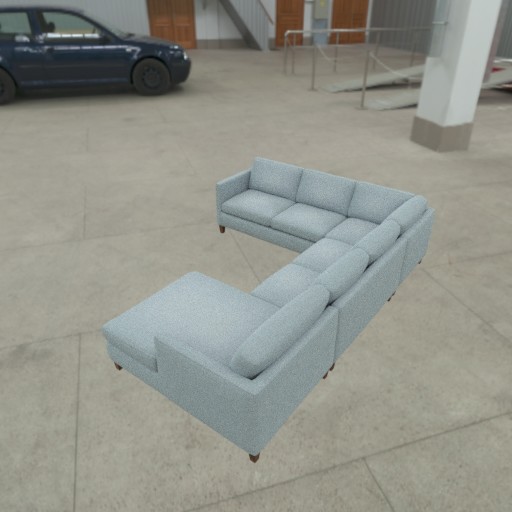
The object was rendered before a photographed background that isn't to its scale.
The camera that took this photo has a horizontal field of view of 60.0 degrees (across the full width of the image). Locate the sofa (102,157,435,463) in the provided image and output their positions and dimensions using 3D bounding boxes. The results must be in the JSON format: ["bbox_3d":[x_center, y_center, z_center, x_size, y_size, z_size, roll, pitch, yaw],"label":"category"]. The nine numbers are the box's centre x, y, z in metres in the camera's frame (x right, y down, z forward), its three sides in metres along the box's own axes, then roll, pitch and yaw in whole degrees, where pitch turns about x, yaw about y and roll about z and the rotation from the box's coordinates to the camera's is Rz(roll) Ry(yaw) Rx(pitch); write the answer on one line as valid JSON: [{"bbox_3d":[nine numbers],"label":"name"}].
[{"bbox_3d":[0.000,0.000,4.568,2.551,0.889,3.403,21,36,31],"label":"sofa"}]
